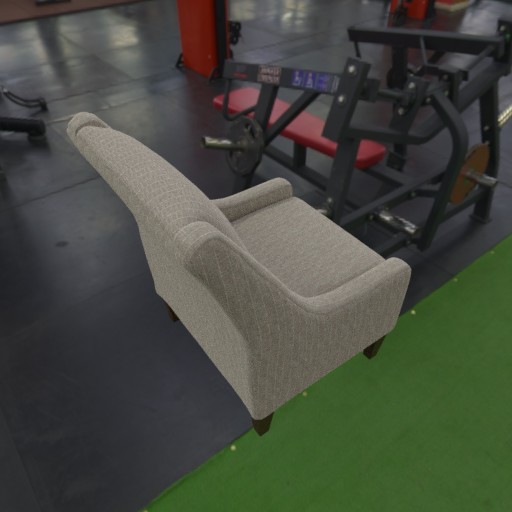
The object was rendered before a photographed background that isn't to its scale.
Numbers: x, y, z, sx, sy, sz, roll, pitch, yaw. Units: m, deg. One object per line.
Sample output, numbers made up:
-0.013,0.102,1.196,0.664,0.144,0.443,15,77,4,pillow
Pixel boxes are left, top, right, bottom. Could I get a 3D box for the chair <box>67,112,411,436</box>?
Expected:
0.000,0.000,1.594,0.870,1.014,0.774,-26,48,-26,chair
